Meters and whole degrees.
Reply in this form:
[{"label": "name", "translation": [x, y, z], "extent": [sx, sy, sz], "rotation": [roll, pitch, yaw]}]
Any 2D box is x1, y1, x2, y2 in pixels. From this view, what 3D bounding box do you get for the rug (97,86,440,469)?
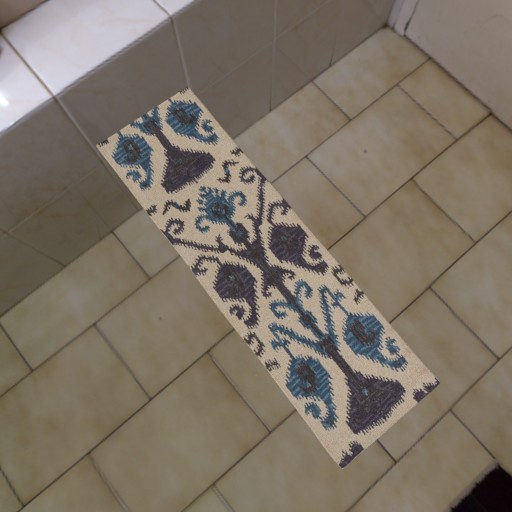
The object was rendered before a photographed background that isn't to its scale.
[{"label": "rug", "translation": [0.000, 0.000, 2.524], "extent": [0.692, 0.017, 2.301], "rotation": [-37, 78, -9]}]
